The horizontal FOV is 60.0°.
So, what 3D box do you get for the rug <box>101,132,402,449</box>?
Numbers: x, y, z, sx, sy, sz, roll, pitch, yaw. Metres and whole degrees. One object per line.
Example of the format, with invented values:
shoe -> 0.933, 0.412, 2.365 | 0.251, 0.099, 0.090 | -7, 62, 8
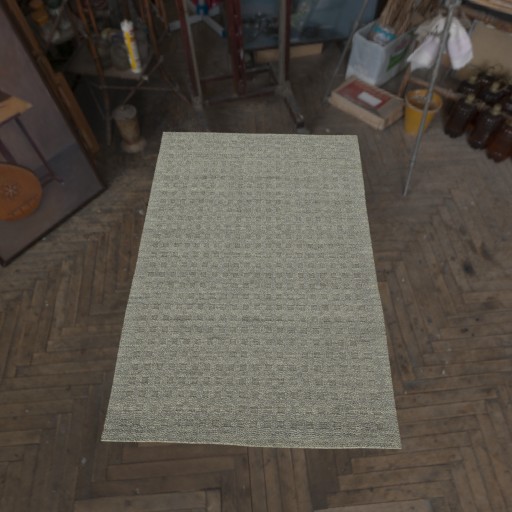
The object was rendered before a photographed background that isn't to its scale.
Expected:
rug -> 0.000, 0.000, 2.866 | 1.532, 0.018, 2.297 | 1, 57, 1
